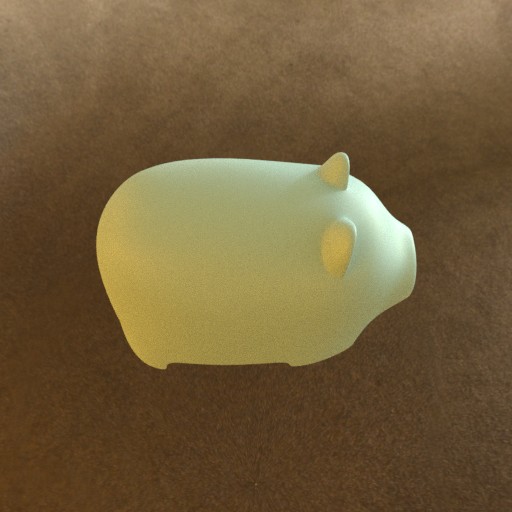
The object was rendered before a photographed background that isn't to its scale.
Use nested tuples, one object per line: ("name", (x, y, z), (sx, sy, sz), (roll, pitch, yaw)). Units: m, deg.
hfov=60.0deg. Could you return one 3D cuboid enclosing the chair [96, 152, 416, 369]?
("chair", (0.000, 0.000, 0.868), (0.619, 0.423, 0.364), (1, 63, 0))
